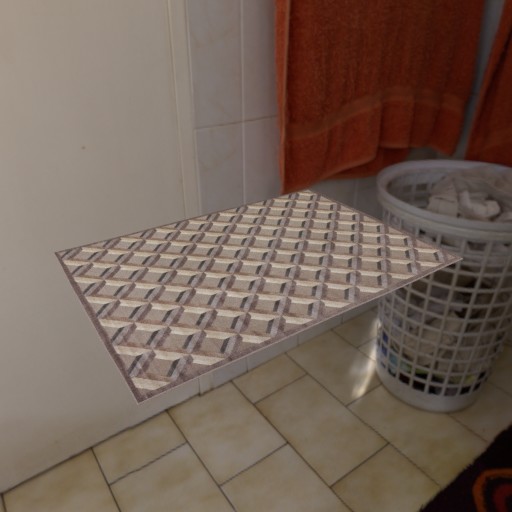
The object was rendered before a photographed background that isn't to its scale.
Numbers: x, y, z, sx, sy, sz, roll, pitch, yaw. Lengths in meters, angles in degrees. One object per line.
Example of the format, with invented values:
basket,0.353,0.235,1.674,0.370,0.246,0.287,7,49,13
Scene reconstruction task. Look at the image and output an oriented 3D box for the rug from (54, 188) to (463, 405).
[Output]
rug,0.000,0.000,2.979,2.260,0.013,1.600,-18,34,-29
